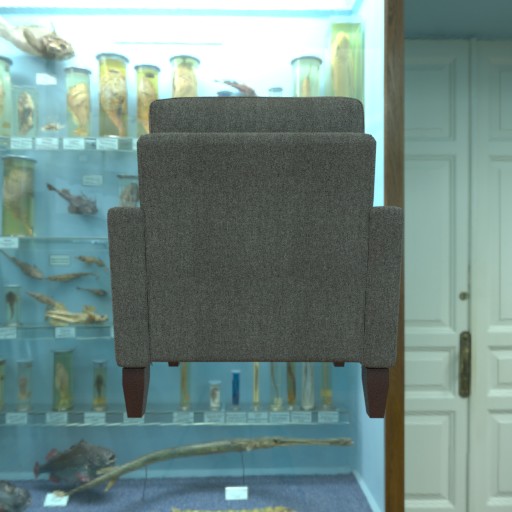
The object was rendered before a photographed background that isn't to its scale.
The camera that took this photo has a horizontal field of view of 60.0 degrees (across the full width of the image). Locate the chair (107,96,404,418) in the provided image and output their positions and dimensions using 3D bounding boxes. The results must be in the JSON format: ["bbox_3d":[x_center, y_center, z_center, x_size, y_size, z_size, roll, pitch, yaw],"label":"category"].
[{"bbox_3d":[0.000,0.000,1.657,0.855,0.993,0.897,0,0,0],"label":"chair"}]
